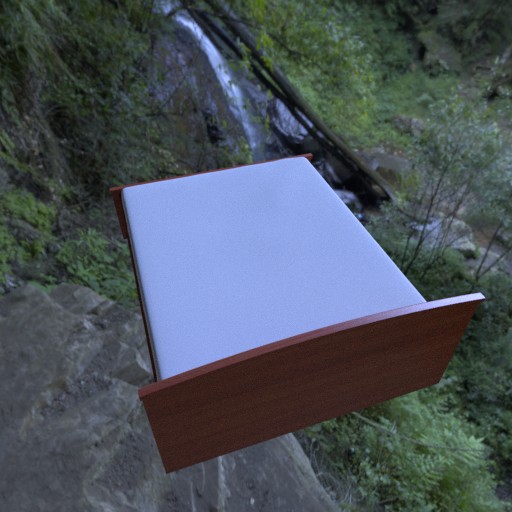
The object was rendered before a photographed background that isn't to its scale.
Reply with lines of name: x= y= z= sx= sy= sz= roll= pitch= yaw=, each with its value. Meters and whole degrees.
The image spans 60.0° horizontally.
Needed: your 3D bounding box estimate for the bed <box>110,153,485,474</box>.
bed: x=0.000 y=0.000 z=2.934 sx=1.683 sy=0.848 sz=2.053 roll=-13 pitch=44 yaw=-14
